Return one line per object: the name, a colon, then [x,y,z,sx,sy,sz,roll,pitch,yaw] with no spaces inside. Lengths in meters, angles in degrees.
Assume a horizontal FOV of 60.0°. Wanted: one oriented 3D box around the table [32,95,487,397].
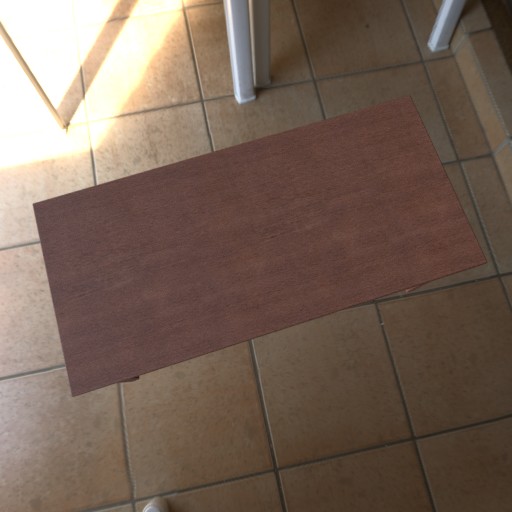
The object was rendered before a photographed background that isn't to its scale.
table: [0.000,0.000,1.304,1.016,0.457,0.483,-17,76,-4]
